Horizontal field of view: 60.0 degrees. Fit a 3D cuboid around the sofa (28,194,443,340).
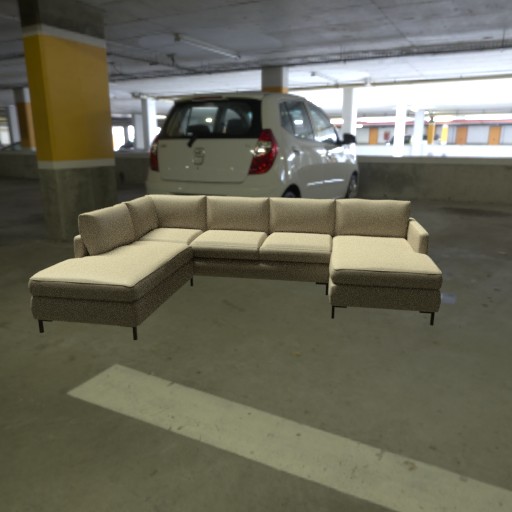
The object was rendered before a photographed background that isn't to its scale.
[{"bbox_3d":[0.000,0.000,3.551,2.737,0.756,1.879,3,15,10],"label":"sofa"}]
